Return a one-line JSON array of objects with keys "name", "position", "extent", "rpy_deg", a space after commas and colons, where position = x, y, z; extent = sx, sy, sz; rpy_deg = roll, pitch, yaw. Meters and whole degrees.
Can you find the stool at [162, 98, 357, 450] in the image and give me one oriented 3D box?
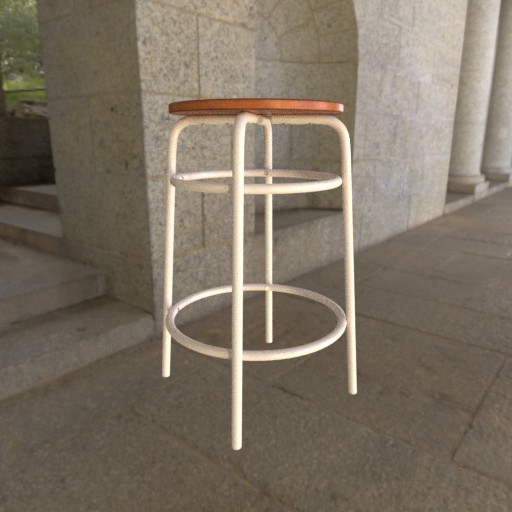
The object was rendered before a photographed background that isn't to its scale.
[{"name": "stool", "position": [0.000, 0.000, 0.943], "extent": [0.455, 0.610, 0.455], "rpy_deg": [3, 15, 9]}]
